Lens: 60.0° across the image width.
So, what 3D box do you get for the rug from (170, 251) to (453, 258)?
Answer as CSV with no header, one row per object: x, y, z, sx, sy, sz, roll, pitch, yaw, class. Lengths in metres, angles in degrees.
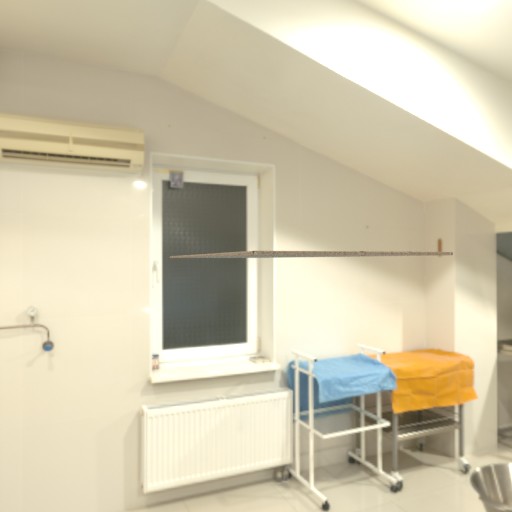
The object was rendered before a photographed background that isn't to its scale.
0.000,0.000,2.677,0.762,0.012,2.438,0,-1,-17,rug
